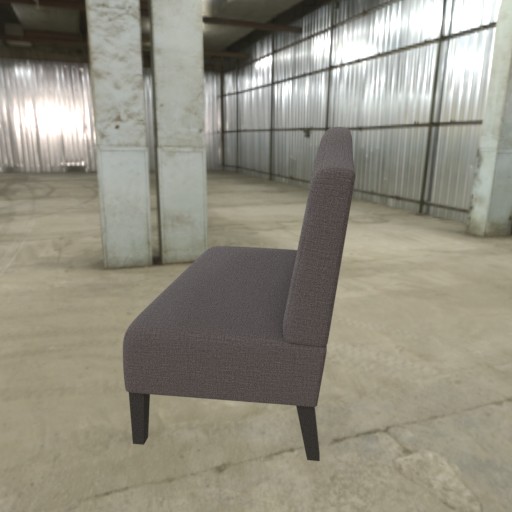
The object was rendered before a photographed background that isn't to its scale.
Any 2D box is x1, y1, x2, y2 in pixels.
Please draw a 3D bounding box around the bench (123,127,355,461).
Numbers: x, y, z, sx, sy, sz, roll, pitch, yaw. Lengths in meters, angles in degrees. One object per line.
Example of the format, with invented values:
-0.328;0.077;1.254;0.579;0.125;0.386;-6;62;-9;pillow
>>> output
0.000;0.000;2.116;0.815;1.180;1.335;2;14;8;bench
